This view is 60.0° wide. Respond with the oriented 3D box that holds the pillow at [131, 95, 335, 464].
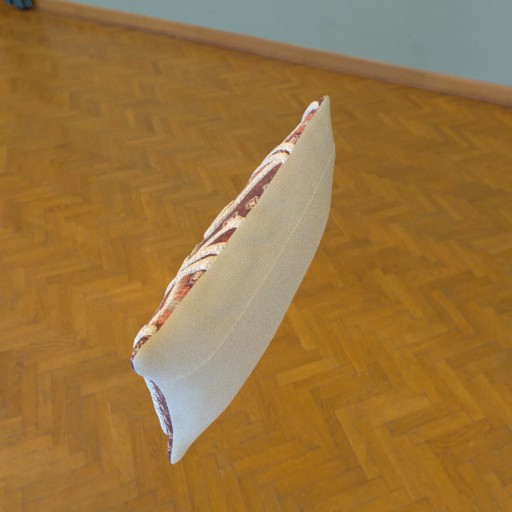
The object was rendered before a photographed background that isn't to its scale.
[{"bbox_3d":[0.000,0.000,0.726,0.161,0.295,0.608,18,50,16],"label":"pillow"}]
